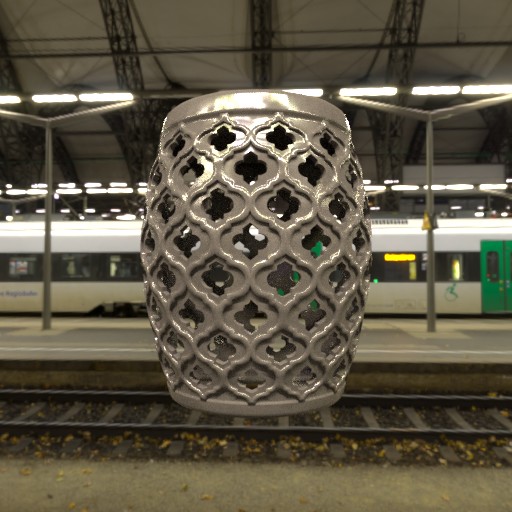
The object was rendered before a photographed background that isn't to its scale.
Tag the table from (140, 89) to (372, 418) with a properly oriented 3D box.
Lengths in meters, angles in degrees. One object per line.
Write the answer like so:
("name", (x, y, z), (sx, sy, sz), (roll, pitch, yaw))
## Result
("table", (0.000, 0.000, 0.642), (0.325, 0.388, 0.325), (0, -2, 0))
